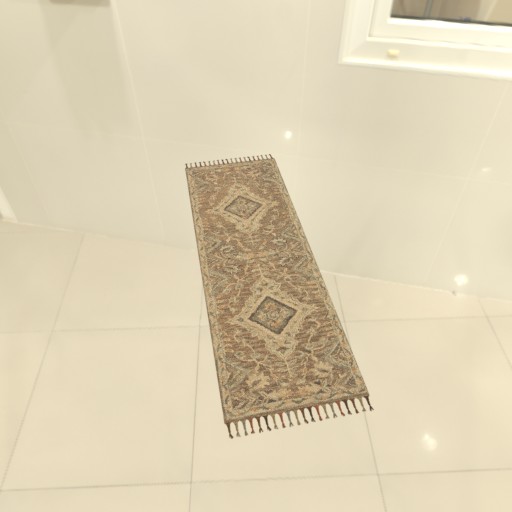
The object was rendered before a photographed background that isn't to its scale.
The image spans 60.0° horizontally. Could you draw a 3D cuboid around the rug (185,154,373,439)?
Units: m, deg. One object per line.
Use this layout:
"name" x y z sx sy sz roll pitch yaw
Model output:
"rug" 0.000 0.000 2.895 1.324 0.018 2.378 3 46 3
